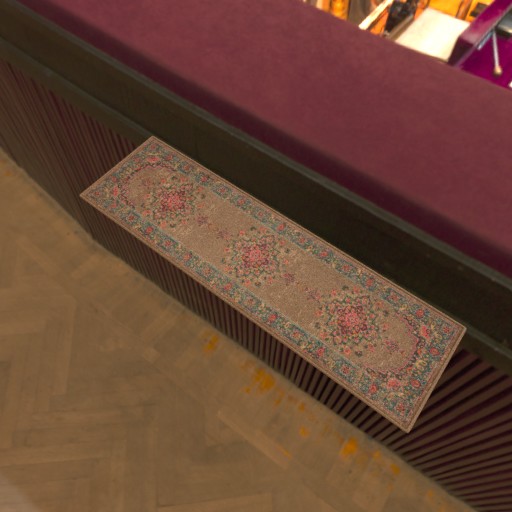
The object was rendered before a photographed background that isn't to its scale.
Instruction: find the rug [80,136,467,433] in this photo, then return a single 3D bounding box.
[{"bbox_3d":[0.000,0.000,2.552,2.297,0.019,0.659,34,65,18],"label":"rug"}]
